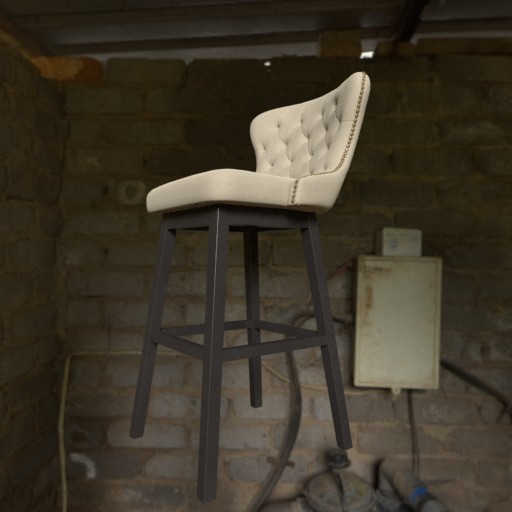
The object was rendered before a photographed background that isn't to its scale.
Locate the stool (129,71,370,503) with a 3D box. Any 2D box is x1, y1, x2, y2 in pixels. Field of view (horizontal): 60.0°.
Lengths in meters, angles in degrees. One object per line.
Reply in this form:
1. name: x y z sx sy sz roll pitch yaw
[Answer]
1. stool: 0.000 0.000 1.312 0.605 1.066 0.528 0 0 -36
